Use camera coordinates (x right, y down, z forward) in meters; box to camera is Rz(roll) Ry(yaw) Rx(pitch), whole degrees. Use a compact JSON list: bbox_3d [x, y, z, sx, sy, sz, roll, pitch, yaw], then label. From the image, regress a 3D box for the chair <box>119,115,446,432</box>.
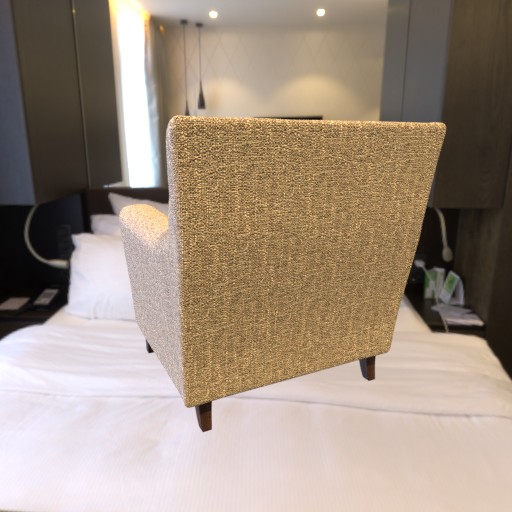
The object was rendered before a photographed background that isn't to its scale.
[{"bbox_3d":[0.000,0.000,1.632,0.864,0.928,0.873,-7,16,-26],"label":"chair"}]
